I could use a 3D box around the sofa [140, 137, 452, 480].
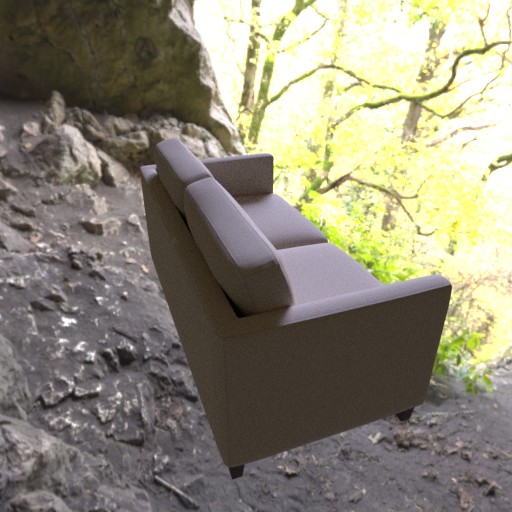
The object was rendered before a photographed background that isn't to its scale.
[{"bbox_3d":[0.000,0.000,2.201,0.873,0.888,1.722,-10,31,-18],"label":"sofa"}]
